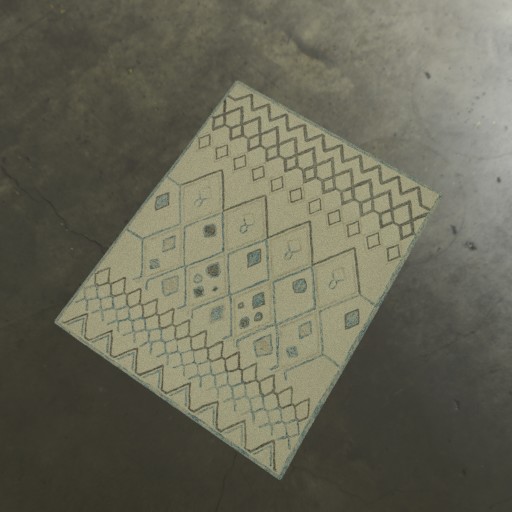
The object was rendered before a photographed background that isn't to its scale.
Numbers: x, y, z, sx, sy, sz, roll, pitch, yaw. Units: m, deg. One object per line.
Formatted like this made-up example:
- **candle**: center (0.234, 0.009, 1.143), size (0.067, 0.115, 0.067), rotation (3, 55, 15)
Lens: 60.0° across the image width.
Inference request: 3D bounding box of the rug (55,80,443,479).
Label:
- **rug**: center (0.000, 0.000, 4.212), size (2.441, 0.013, 3.056), rotation (32, 77, 8)
